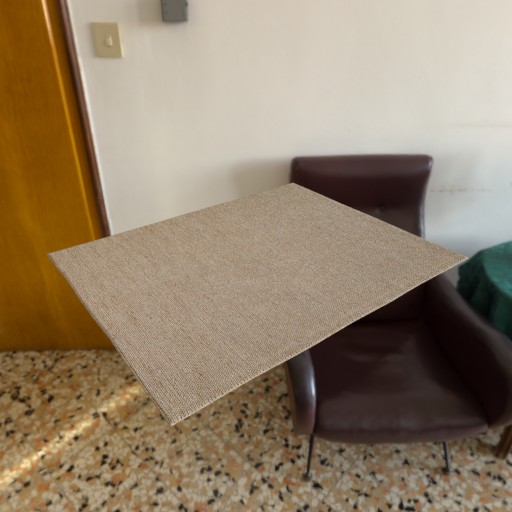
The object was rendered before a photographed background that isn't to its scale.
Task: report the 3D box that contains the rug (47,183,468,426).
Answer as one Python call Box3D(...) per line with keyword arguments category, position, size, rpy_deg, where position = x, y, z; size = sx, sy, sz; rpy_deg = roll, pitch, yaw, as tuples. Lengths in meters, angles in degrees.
Box3D(category="rug", position=(0.000, 0.000, 4.067), size=(3.034, 0.012, 2.406), rpy_deg=(-21, 36, -32))
